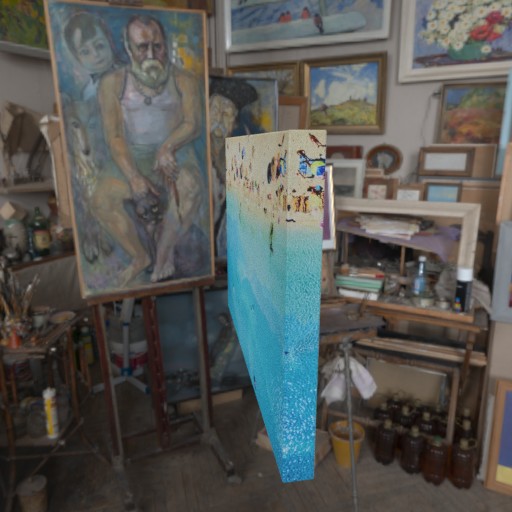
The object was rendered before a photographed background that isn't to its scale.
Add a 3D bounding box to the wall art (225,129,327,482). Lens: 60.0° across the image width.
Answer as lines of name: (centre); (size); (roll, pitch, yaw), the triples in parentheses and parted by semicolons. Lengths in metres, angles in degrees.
wall art: (0.000, 0.000, 0.773); (0.039, 0.406, 0.609); (-2, 14, -9)
